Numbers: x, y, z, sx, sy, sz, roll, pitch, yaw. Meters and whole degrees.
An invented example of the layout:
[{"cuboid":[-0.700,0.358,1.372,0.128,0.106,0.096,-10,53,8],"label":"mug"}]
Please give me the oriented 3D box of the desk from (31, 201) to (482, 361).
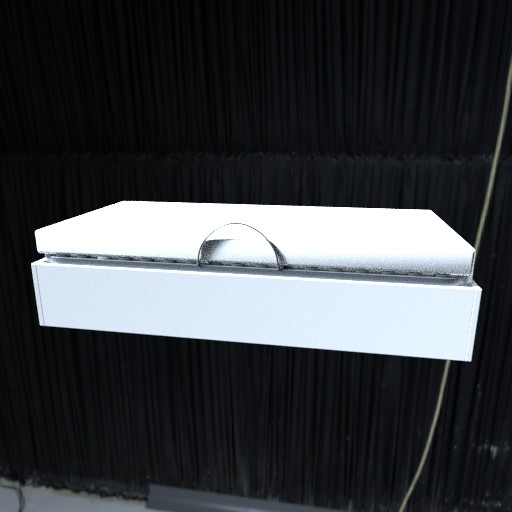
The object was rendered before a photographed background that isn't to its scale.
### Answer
[{"cuboid":[0.000,0.000,2.273,1.900,0.526,0.900,3,16,10],"label":"desk"}]
